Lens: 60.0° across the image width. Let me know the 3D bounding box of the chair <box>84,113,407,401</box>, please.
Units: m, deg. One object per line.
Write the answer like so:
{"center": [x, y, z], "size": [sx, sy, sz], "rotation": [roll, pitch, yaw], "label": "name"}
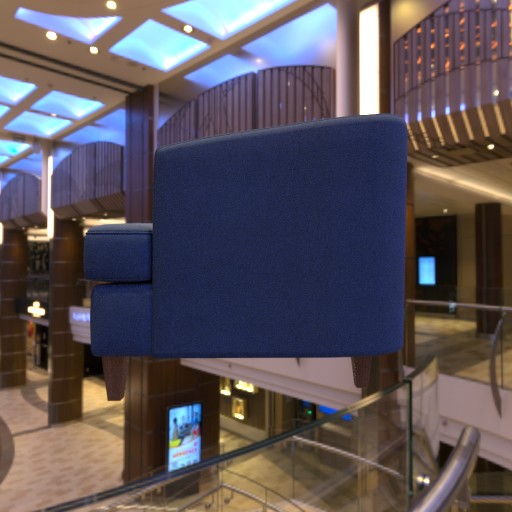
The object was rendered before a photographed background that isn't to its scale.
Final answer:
{"center": [0.000, 0.000, 1.689], "size": [0.914, 0.787, 1.118], "rotation": [0, -1, -1], "label": "chair"}
